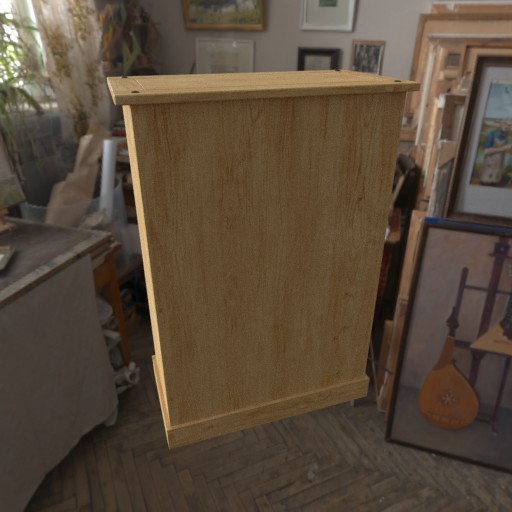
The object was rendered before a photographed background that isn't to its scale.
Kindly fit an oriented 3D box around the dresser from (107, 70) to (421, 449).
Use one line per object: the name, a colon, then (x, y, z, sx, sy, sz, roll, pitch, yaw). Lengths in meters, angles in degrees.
dresser: (0.000, 0.000, 1.740, 0.915, 1.300, 0.485, -9, 29, -16)
